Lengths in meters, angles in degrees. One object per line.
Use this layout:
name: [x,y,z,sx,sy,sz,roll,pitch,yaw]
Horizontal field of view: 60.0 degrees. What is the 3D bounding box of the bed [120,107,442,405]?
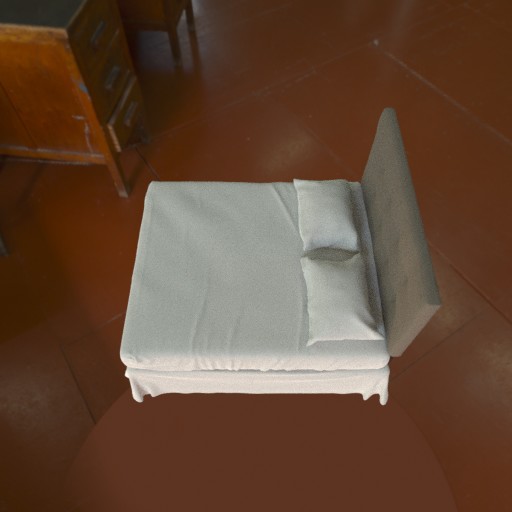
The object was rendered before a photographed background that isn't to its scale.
bed: [0.000,0.000,3.510,2.222,1.577,1.936,0,58,0]
